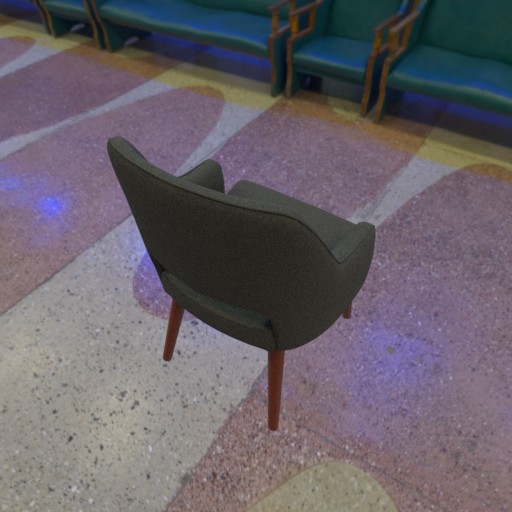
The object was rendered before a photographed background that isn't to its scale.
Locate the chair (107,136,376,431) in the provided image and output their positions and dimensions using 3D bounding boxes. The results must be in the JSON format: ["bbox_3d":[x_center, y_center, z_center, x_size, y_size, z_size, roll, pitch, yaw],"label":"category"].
[{"bbox_3d":[0.000,0.000,1.214,0.559,0.838,0.560,26,52,23],"label":"chair"}]
